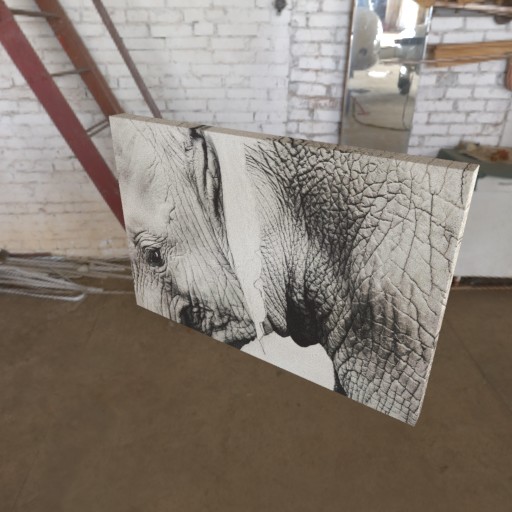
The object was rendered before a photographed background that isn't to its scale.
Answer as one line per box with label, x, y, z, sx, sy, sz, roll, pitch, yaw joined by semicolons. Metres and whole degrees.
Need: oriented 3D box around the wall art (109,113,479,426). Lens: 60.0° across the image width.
wall art;0.000;0.000;0.757;0.613;0.407;0.035;17;32;29
